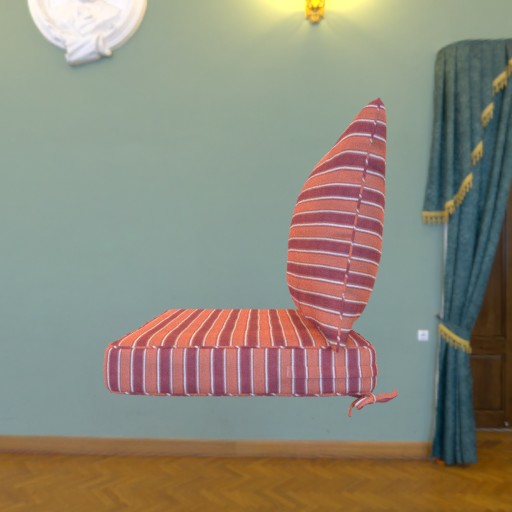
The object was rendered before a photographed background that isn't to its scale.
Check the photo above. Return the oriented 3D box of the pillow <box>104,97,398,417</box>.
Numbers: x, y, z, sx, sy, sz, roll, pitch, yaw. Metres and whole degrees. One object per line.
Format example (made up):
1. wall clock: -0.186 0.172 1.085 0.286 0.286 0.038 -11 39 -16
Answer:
1. pillow: 0.000 0.000 1.379 0.733 0.723 0.799 0 0 1
